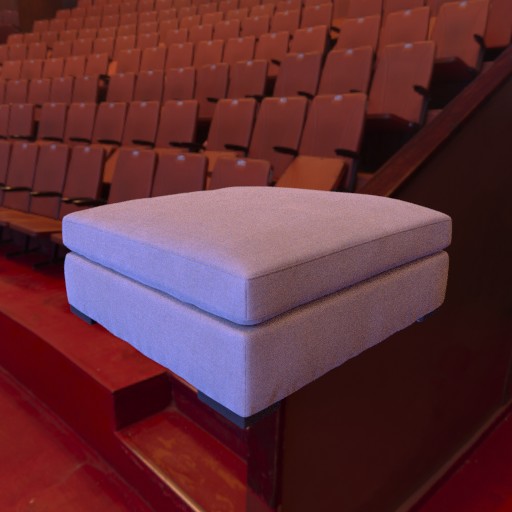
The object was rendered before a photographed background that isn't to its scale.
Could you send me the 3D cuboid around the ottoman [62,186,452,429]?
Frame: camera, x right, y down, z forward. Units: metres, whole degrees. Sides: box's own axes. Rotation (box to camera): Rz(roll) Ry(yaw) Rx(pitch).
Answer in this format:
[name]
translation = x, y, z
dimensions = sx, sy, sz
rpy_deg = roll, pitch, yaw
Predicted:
[ottoman]
translation = 0.000, 0.000, 1.850
dimensions = 1.203, 0.517, 1.171
rpy_deg = -14, 21, -42
